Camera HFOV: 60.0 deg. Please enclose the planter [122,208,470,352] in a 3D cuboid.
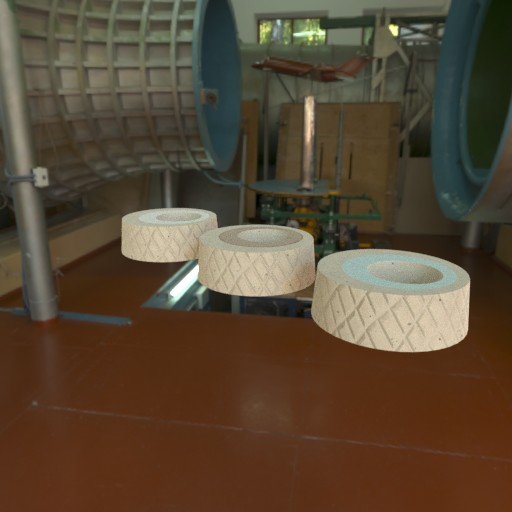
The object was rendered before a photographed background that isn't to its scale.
[{"bbox_3d":[0.000,0.000,0.425,0.390,0.038,0.114,15,23,42],"label":"planter"}]
